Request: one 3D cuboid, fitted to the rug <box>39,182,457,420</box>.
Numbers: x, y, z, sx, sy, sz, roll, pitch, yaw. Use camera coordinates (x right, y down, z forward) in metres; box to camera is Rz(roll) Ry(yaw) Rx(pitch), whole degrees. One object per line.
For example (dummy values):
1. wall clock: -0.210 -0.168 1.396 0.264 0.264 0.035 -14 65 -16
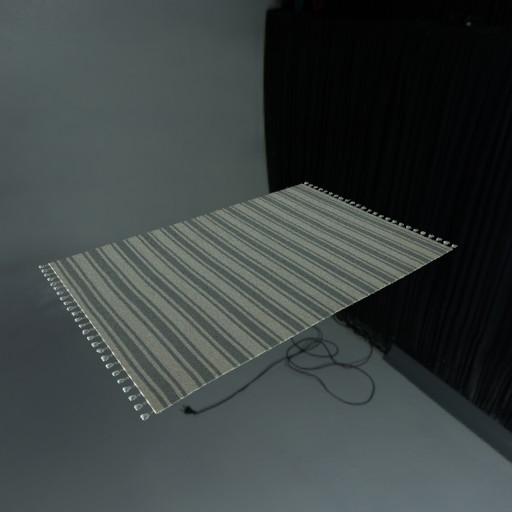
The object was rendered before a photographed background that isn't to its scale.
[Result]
1. rug: 0.000 0.000 3.010 2.410 0.011 1.539 -22 37 -32
